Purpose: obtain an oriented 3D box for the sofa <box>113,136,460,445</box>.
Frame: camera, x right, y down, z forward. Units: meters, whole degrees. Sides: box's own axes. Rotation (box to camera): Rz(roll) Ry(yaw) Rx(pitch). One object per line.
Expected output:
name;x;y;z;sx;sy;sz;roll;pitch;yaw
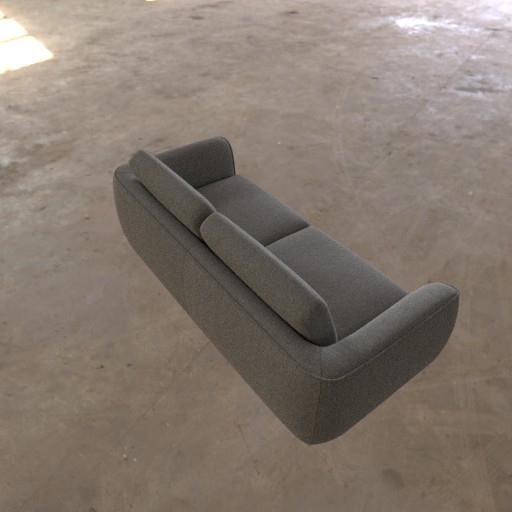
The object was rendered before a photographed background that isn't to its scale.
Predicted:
sofa;0.000;0.000;2.478;0.920;0.870;2.000;-26;47;-27
